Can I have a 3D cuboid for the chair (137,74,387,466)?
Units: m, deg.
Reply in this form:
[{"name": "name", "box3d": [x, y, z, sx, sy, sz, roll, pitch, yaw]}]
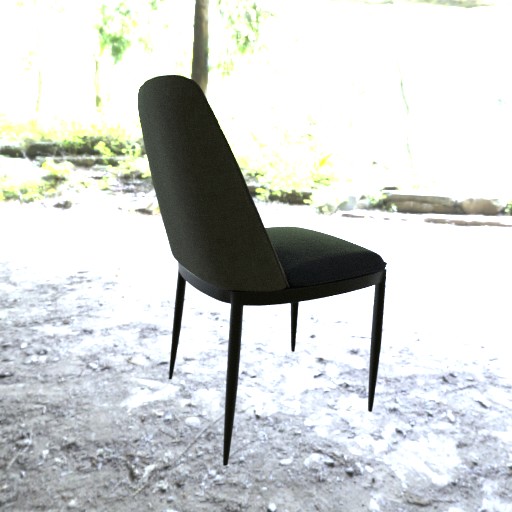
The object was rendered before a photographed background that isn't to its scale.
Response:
[{"name": "chair", "box3d": [0.000, 0.000, 1.181, 0.550, 0.855, 0.488, -8, 17, -26]}]
